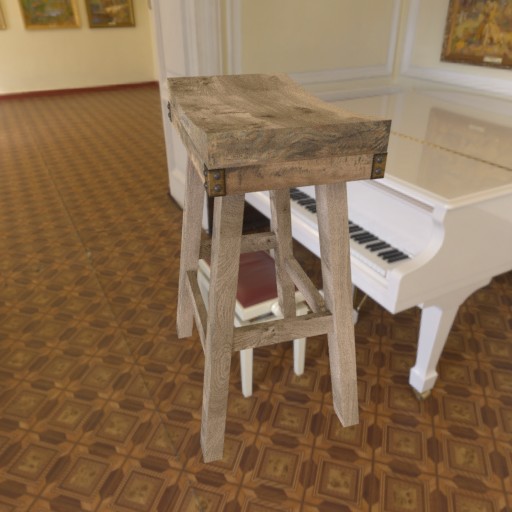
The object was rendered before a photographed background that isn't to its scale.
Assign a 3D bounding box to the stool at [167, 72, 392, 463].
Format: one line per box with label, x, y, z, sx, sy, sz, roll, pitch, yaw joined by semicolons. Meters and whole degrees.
stool;0.000;0.000;0.911;0.330;0.635;0.450;-8;32;-14
